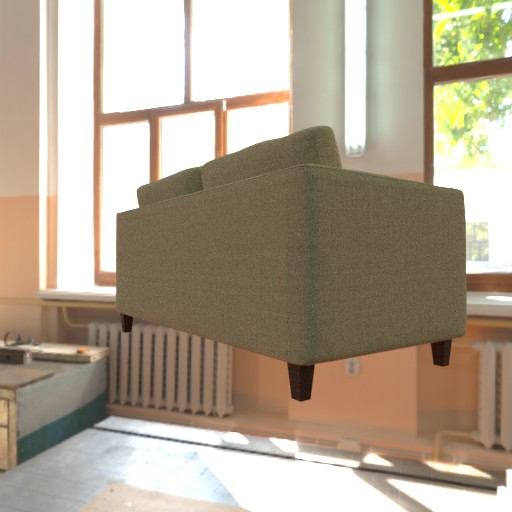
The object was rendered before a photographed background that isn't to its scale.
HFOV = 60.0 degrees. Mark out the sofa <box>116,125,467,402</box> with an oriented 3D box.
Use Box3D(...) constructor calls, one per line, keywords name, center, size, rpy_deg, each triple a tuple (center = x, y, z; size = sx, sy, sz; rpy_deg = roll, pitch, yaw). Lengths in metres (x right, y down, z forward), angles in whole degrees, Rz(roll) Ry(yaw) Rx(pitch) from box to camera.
Box3D(name="sofa", center=(0.000, 0.000, 2.388), size=(0.950, 0.963, 1.884), rpy_deg=(0, -1, -36))
